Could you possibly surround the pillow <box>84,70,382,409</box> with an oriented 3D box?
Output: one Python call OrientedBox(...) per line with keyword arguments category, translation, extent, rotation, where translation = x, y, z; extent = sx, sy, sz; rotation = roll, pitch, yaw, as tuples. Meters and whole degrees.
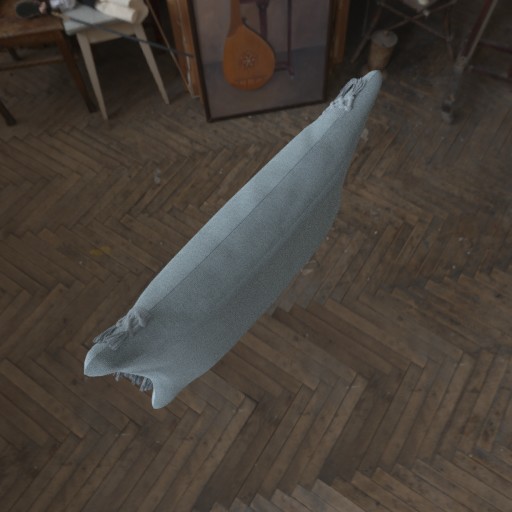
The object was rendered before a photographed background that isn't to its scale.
OrientedBox(category="pillow", translation=(0.000, 0.000, 0.588), extent=(0.084, 0.305, 0.466), rotation=(37, 70, 16))
